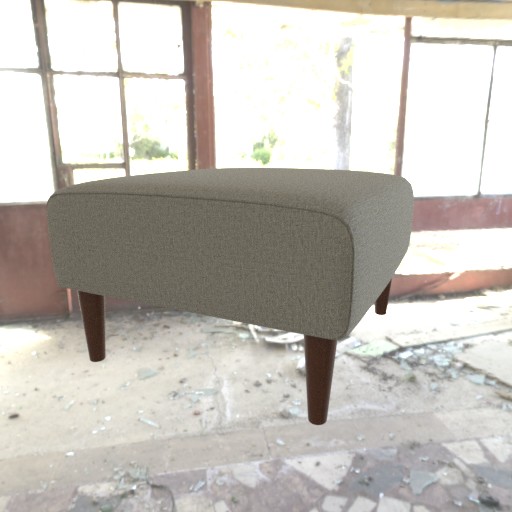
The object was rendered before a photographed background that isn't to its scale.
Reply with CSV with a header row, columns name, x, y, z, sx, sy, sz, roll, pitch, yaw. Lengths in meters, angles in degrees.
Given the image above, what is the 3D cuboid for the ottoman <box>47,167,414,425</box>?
name,x,y,z,sx,sy,sz,roll,pitch,yaw
ottoman,0.000,0.000,1.060,0.648,0.399,0.655,7,16,25
